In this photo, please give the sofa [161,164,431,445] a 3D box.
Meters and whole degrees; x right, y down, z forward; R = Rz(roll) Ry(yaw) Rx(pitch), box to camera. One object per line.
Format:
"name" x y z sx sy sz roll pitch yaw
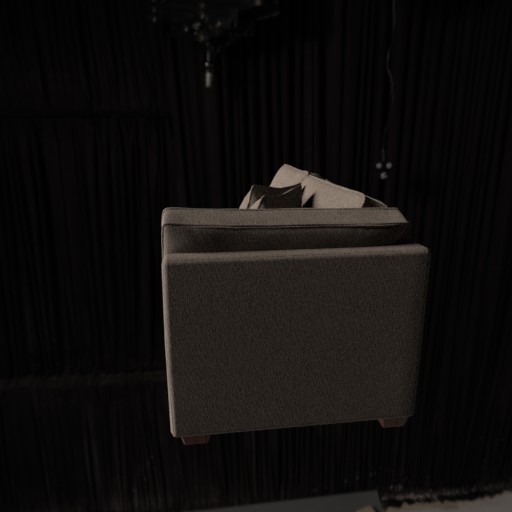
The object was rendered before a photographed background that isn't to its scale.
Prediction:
"sofa" 0.000 0.000 2.812 1.110 1.033 2.237 -2 16 -8
